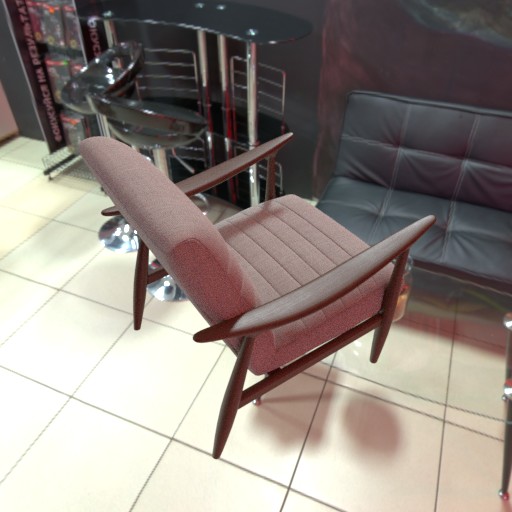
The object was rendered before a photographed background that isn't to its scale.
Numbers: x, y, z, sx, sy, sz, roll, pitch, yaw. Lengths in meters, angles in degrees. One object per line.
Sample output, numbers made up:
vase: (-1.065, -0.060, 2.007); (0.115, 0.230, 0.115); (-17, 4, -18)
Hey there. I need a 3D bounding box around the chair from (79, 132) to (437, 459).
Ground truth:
chair: (0.000, 0.000, 1.431); (0.798, 0.832, 0.741); (-24, 46, -26)
